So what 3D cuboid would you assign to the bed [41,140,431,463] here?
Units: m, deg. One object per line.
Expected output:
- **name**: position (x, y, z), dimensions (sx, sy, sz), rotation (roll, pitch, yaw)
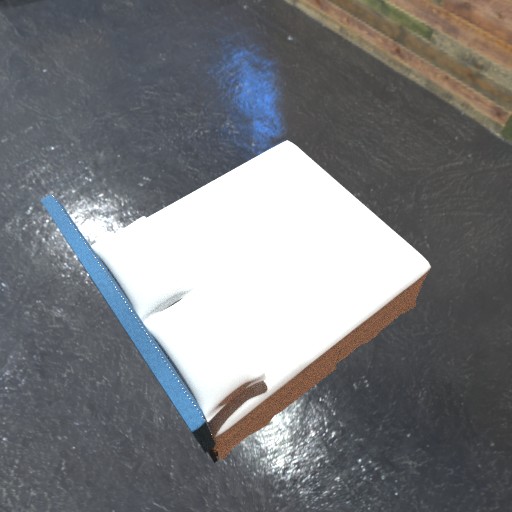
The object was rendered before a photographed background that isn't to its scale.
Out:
- **bed**: position (0.000, 0.000, 2.909), dimensions (1.872, 1.169, 1.610), rotation (-33, 63, -19)
